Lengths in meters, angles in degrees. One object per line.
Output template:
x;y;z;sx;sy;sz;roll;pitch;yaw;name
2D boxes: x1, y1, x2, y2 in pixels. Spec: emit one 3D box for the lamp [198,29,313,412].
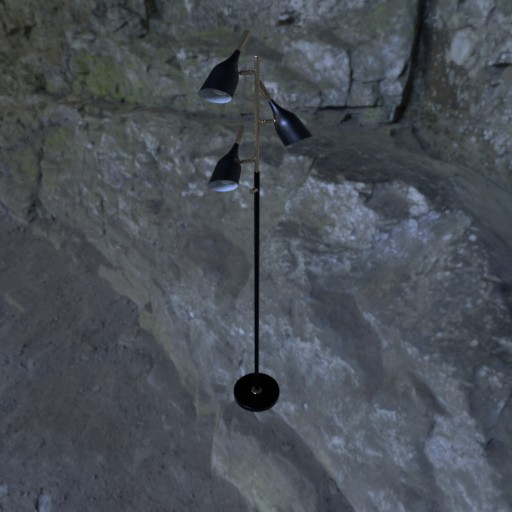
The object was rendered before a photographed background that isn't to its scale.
0.000;0.000;1.957;0.434;1.778;0.253;-10;34;-16;lamp
